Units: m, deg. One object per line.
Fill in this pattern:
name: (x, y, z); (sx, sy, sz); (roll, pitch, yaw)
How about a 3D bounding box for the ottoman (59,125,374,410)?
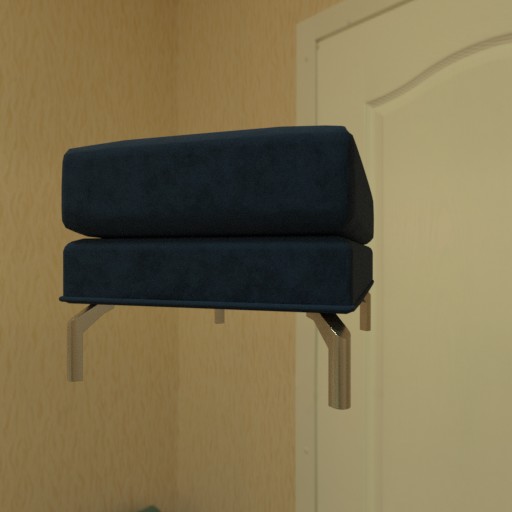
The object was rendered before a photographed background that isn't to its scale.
ottoman: (0.000, 0.000, 1.186); (0.587, 0.498, 0.835); (0, 0, 17)
